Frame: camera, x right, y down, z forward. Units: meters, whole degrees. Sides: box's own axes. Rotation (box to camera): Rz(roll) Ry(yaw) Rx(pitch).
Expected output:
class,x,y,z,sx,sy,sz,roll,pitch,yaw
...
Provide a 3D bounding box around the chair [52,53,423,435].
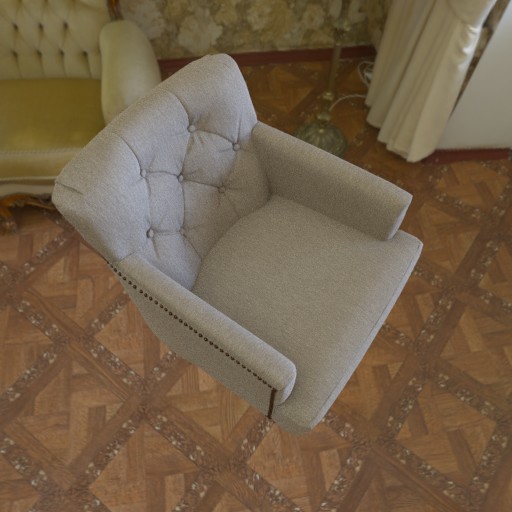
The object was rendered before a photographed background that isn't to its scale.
class,x,y,z,sx,sy,sz,roll,pitch,yaw
chair,0.000,0.000,1.461,0.902,0.823,0.737,31,64,17
